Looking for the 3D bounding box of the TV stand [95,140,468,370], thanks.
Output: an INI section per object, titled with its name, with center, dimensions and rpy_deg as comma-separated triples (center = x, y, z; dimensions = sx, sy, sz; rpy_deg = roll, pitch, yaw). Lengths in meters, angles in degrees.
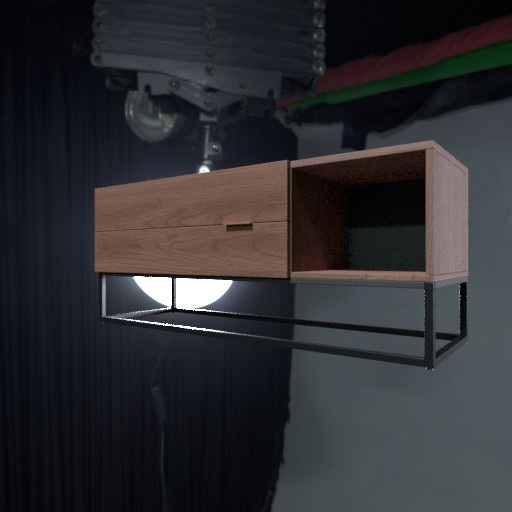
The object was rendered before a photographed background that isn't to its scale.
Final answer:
[TV stand]
center = 0.000, 0.000, 1.452
dimensions = 1.200, 0.500, 0.415
rpy_deg = 0, 0, 36
